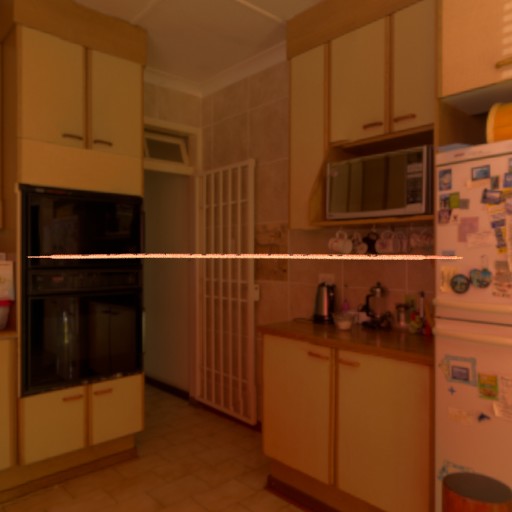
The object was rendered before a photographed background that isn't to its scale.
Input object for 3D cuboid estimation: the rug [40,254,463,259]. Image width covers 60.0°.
[{"bbox_3d":[0.000,0.000,3.256,2.615,0.029,1.664,0,0,17],"label":"rug"}]
